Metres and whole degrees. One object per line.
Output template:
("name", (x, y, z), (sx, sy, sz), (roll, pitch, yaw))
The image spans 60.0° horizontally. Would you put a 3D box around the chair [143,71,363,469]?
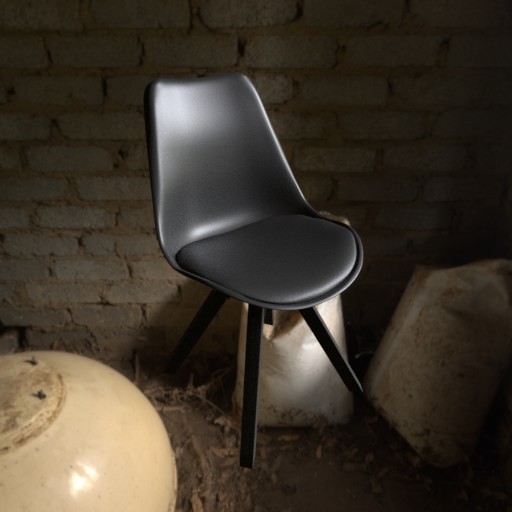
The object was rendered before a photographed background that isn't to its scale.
("chair", (0.000, 0.000, 1.173), (0.485, 0.850, 0.530), (-21, 35, -32))
